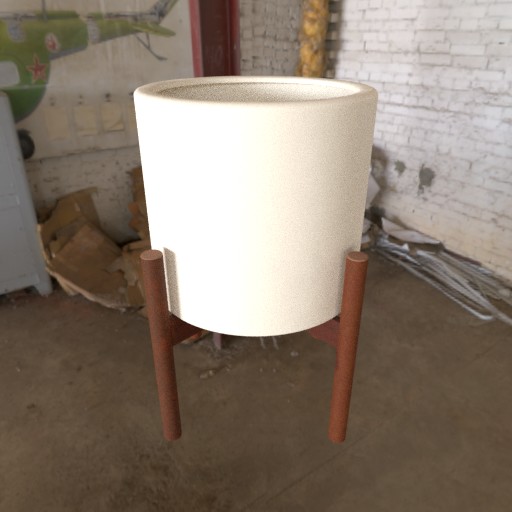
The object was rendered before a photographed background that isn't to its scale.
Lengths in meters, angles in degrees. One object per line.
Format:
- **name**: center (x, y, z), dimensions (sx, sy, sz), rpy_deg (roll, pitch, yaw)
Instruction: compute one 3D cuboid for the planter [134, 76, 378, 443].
- **planter**: center (0.000, 0.000, 0.497), dimensions (0.224, 0.358, 0.224), rpy_deg (0, 27, 1)
